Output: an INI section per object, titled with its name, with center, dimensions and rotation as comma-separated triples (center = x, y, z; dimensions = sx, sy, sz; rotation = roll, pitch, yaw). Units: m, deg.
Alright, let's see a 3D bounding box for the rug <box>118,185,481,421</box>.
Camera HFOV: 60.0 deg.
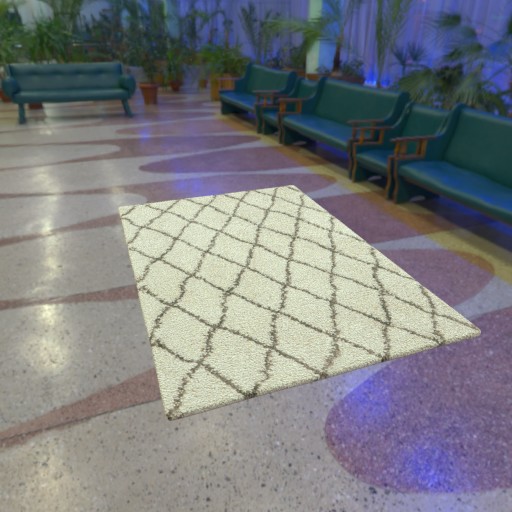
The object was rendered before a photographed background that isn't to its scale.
[rug]
center = 0.000, 0.000, 2.263
dimensions = 1.219, 0.030, 1.778
rotation = -10, 30, -17
